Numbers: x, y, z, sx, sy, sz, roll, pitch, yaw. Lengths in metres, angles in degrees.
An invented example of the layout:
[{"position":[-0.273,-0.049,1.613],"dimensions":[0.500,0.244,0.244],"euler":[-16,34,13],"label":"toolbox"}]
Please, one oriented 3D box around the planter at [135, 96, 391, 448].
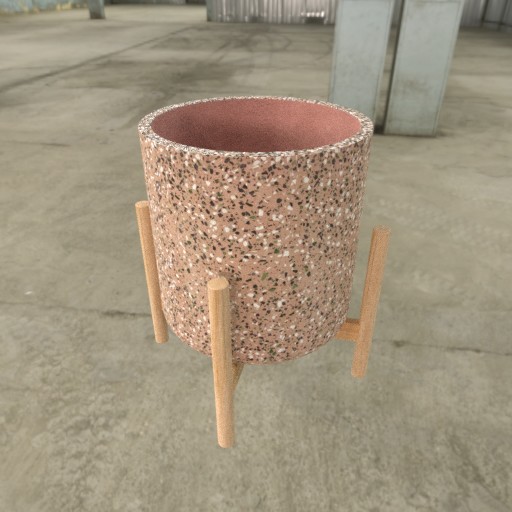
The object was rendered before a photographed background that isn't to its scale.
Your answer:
[{"position":[0.000,0.000,0.692],"dimensions":[0.360,0.419,0.360],"euler":[21,37,30],"label":"planter"}]
